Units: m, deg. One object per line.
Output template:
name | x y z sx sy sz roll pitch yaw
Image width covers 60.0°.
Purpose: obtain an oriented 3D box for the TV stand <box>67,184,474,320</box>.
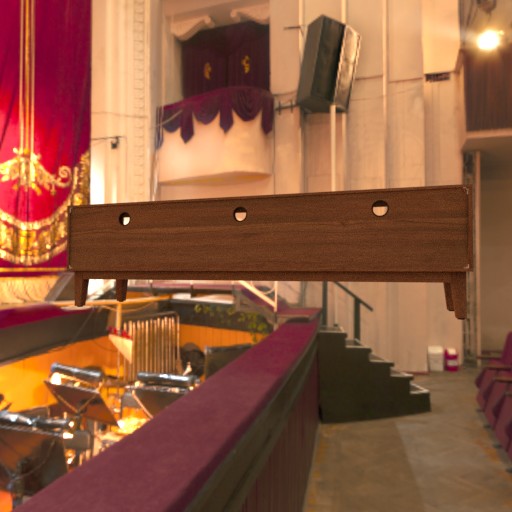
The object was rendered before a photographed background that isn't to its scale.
TV stand | 0.000 0.000 1.723 1.482 0.409 0.366 -1 -2 18
